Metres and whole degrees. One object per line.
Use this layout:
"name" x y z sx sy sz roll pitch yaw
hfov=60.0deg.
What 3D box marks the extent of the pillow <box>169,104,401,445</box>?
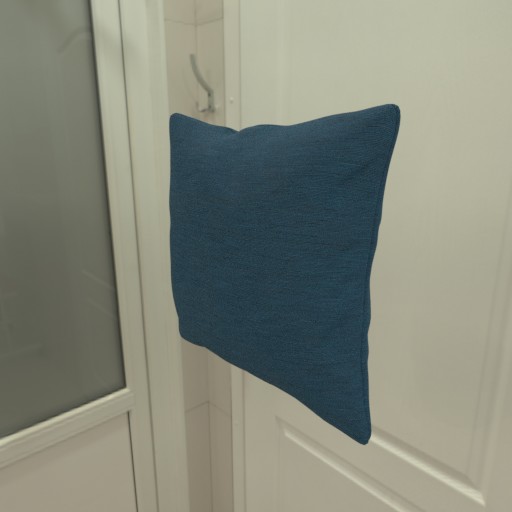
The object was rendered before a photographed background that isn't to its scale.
"pillow" 0.000 0.000 0.666 0.177 0.420 0.437 -14 21 -40
